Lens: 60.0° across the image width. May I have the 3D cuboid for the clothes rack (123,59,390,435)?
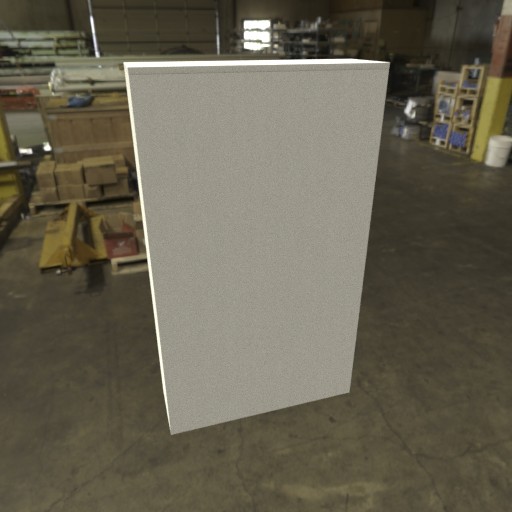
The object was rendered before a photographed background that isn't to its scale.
[{"bbox_3d":[0.000,0.000,1.597,0.750,1.280,0.250,-8,27,-15],"label":"clothes rack"}]
